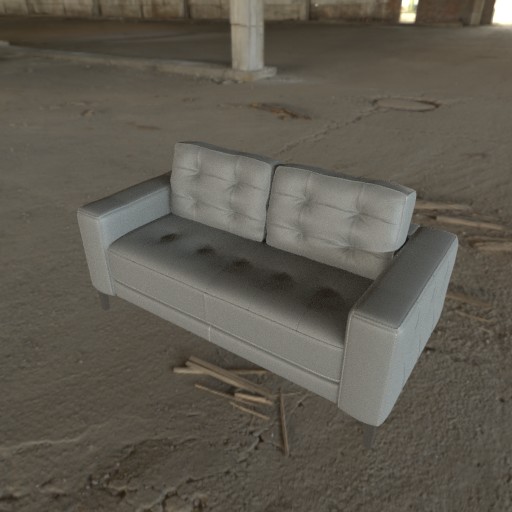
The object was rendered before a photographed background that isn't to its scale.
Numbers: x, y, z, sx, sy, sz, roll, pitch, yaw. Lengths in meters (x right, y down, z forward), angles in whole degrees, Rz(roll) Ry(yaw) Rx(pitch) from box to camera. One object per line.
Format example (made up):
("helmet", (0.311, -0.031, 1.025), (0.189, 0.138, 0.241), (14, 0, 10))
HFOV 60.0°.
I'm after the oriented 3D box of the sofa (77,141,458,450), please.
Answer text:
("sofa", (0.000, 0.000, 2.234), (1.726, 0.893, 0.833), (19, 36, 29))
